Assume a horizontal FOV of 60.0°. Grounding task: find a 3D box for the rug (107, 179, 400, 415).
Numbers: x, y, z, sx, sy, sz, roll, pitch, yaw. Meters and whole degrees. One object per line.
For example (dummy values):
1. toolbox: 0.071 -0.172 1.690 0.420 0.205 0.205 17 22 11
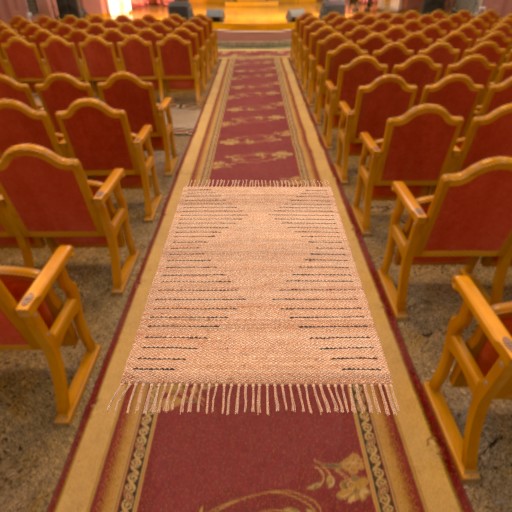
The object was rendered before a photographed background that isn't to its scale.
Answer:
1. rug: 0.000 0.000 2.053 0.905 0.017 1.718 0 34 0
